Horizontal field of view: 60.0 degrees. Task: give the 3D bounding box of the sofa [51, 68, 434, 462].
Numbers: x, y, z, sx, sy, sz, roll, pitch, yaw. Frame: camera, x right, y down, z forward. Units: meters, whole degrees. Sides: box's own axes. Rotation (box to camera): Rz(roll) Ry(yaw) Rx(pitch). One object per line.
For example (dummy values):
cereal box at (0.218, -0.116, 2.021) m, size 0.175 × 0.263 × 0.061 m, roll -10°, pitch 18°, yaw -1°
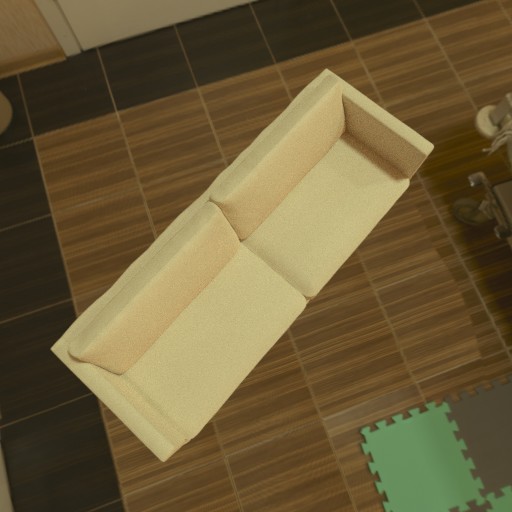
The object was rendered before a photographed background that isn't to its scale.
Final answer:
sofa at (0.000, 0.000, 3.263) m, size 1.036 × 0.999 × 2.779 m, roll 40°, pitch 78°, yaw 10°
